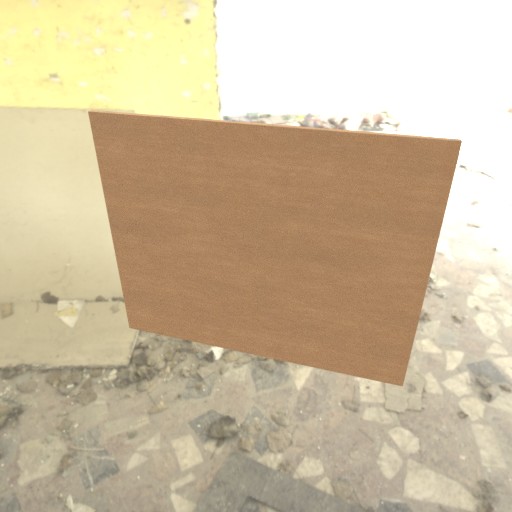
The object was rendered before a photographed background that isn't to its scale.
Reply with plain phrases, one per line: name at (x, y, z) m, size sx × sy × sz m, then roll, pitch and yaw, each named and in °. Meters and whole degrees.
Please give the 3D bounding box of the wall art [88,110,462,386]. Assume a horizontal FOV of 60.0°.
wall art at (0.000, 0.000, 0.691) m, size 0.508 × 0.408 × 0.010 m, roll 9°, pitch 32°, yaw 14°
